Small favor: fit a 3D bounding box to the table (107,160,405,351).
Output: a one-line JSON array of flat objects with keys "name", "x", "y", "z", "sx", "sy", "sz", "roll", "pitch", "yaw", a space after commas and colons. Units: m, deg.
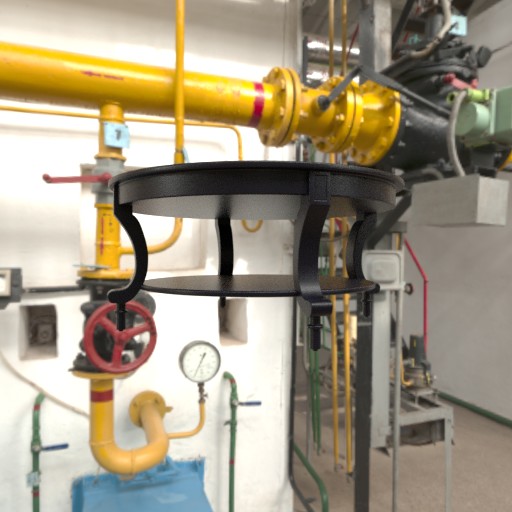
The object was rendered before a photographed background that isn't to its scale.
[{"name": "table", "x": 0.000, "y": 0.000, "z": 1.617, "sx": 1.029, "sy": 0.491, "sz": 1.029, "roll": 0, "pitch": 1, "yaw": 0}]
